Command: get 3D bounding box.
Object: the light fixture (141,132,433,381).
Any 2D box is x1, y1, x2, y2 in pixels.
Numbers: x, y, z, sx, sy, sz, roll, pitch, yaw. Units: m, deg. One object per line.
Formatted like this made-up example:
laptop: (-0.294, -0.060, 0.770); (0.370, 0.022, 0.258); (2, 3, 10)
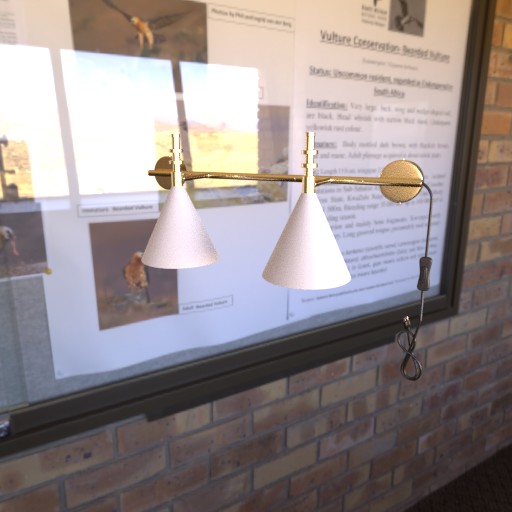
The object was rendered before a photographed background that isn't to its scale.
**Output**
light fixture: (0.000, 0.000, 0.877); (0.642, 0.468, 0.239); (7, 16, 26)
